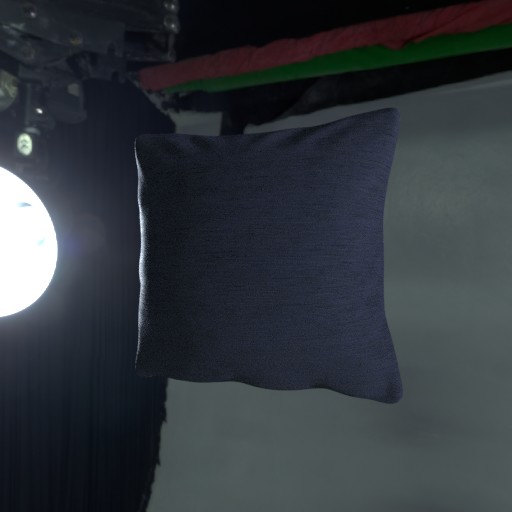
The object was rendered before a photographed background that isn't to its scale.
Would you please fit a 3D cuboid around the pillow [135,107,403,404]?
[{"bbox_3d":[0.000,0.000,0.687,0.432,0.414,0.246,0,0,19],"label":"pillow"}]
